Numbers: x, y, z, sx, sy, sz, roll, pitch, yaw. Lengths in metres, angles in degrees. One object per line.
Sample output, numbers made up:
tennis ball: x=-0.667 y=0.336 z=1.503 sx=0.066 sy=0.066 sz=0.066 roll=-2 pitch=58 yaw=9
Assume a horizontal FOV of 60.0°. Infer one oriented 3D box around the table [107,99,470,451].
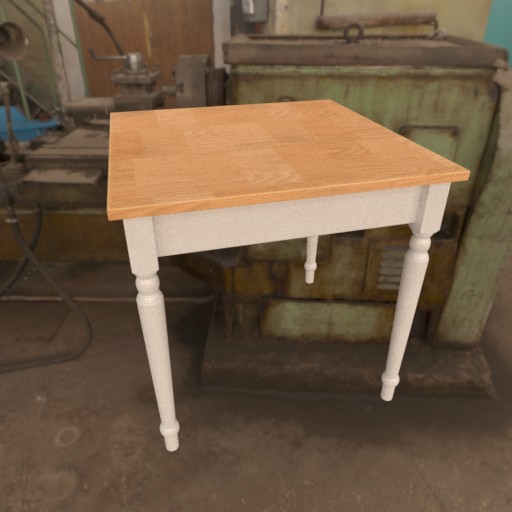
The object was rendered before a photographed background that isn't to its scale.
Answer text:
table: x=0.000 y=0.000 z=1.360 sx=0.747 sy=0.738 sz=0.747 roll=-8 pitch=32 yaw=-13
